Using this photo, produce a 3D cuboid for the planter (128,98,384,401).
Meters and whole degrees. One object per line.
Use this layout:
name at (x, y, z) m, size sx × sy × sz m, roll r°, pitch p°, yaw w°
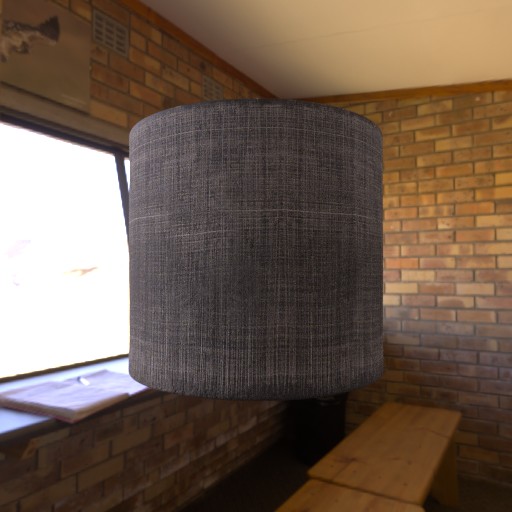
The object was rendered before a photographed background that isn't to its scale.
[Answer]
planter at (0.000, 0.000, 0.399) m, size 0.221 × 0.201 × 0.221 m, roll 0°, pitch -2°, yaw 0°
